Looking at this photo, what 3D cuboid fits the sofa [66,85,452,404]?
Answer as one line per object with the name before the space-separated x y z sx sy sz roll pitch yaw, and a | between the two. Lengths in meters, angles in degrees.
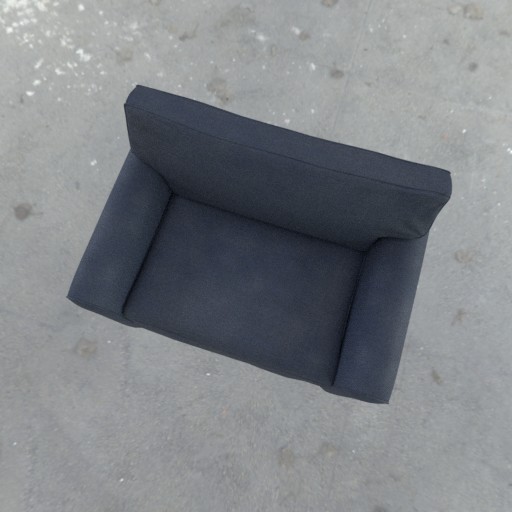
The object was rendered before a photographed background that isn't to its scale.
sofa | 0.000 0.000 2.029 1.405 1.004 0.938 17 75 5
